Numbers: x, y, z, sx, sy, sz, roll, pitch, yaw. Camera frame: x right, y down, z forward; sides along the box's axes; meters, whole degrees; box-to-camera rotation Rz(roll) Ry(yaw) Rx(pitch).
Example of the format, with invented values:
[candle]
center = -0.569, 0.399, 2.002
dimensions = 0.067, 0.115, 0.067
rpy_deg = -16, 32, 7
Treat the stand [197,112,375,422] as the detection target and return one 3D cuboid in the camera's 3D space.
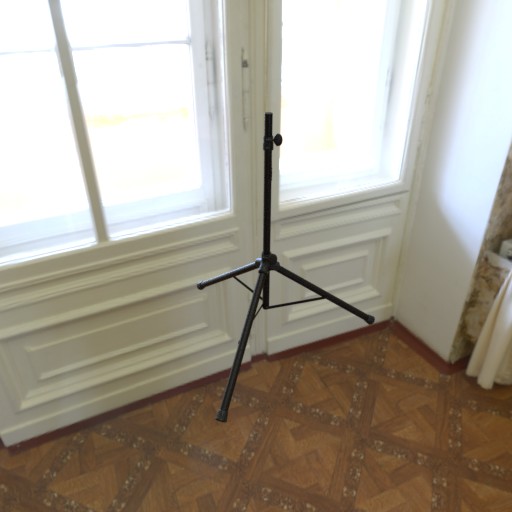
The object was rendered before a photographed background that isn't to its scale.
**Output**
[stand]
center = 0.000, 0.000, 1.910
dimensions = 1.045, 1.136, 0.907
rpy_deg = 11, 33, 17
